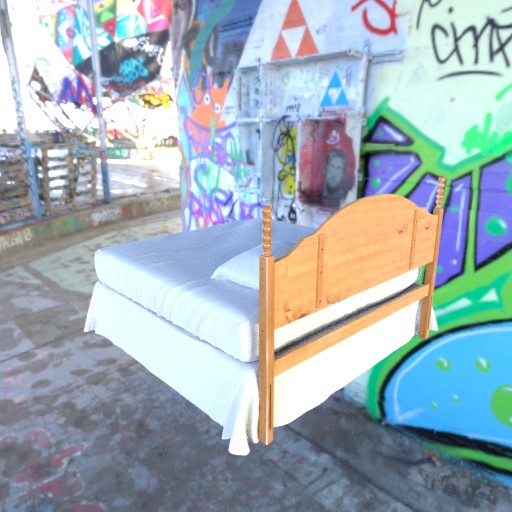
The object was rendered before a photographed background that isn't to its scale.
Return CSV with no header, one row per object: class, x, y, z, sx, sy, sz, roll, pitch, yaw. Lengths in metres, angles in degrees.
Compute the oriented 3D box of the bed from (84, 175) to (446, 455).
bed,0.000,0.000,3.689,2.322,1.355,2.219,-15,22,-41
